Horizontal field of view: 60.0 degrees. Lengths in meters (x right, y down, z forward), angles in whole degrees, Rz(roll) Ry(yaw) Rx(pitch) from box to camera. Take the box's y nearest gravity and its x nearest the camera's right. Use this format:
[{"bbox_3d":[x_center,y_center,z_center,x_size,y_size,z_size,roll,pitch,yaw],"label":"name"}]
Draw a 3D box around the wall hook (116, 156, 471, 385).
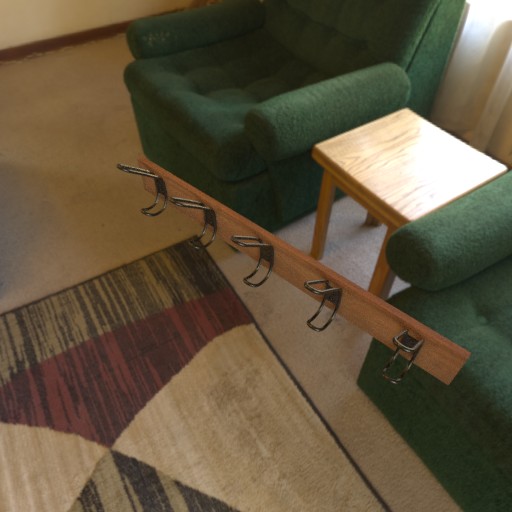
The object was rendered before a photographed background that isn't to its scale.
[{"bbox_3d":[0.000,0.000,0.593,0.554,0.116,0.076,33,56,25],"label":"wall hook"}]
